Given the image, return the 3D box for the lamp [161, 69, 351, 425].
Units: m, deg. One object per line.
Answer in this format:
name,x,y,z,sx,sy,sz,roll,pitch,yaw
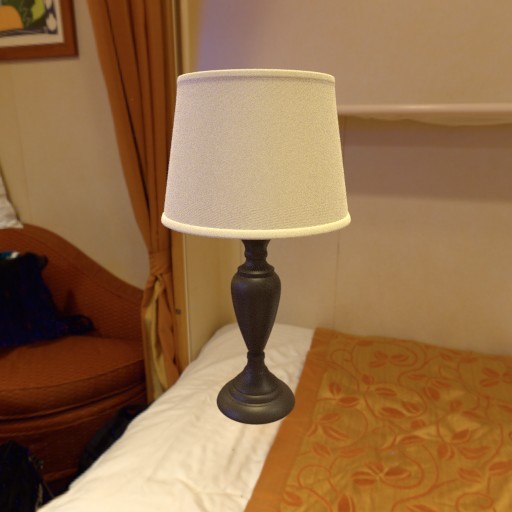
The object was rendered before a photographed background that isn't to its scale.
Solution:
lamp,0.000,0.000,0.819,0.335,0.611,0.335,0,16,0
